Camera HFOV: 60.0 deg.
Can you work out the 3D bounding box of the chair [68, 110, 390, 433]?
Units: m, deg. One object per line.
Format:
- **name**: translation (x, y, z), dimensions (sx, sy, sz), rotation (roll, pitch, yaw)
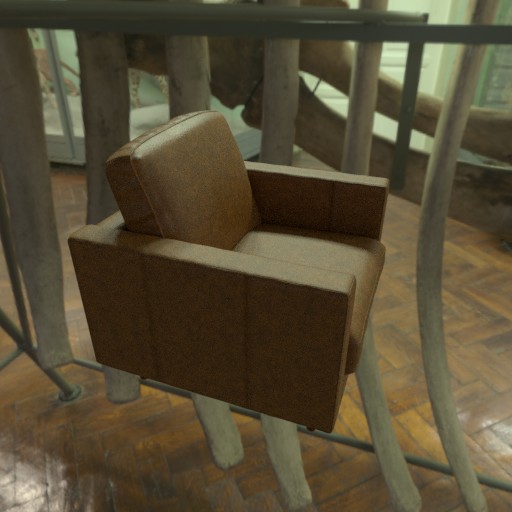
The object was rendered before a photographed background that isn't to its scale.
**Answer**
- **chair**: translation (0.000, 0.000, 1.679), dimensions (0.909, 0.956, 0.890), rotation (11, 32, 18)
